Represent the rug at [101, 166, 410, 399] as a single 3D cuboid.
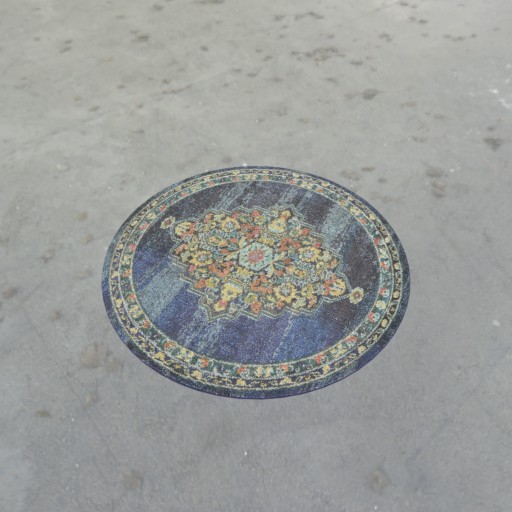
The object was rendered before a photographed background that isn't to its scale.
[{"bbox_3d":[0.000,0.000,3.517,2.386,0.014,2.386,0,47,0],"label":"rug"}]
